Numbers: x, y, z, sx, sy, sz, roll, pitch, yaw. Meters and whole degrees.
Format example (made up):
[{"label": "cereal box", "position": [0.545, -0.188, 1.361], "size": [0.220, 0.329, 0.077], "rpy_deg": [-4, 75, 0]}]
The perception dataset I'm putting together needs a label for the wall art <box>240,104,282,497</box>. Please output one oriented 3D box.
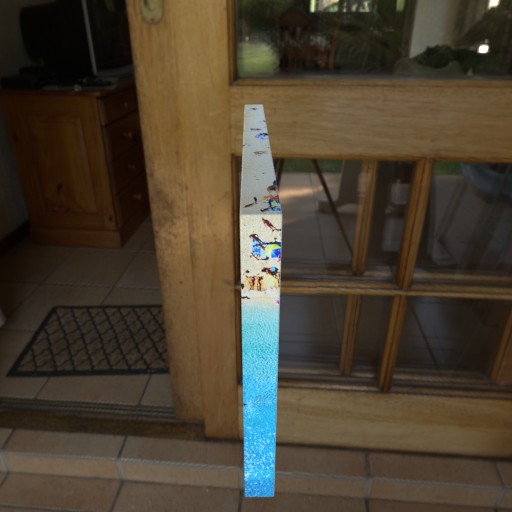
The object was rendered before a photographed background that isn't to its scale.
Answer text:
[{"label": "wall art", "position": [0.000, 0.000, 1.123], "size": [0.057, 0.595, 0.894], "rpy_deg": [0, 28, -1]}]
